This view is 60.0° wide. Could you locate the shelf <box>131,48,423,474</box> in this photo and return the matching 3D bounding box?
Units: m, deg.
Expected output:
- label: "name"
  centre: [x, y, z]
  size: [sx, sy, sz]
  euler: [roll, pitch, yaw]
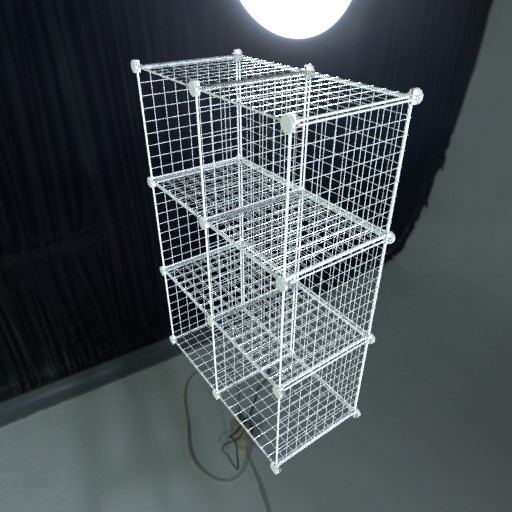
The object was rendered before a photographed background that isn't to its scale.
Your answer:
- label: "shelf"
  centre: [0.000, 0.000, 1.369]
  size: [0.356, 1.067, 0.711]
  euler: [-21, 38, -29]
